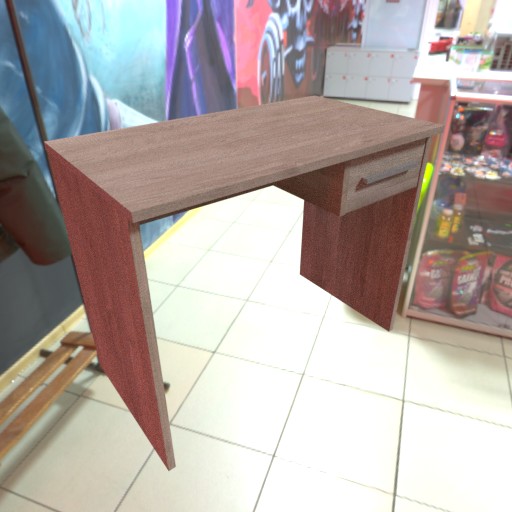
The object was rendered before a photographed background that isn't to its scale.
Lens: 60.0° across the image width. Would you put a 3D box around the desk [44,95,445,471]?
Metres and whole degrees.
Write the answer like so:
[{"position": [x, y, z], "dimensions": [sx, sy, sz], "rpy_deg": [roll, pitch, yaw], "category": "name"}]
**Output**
[{"position": [0.000, 0.000, 1.306], "dimensions": [0.893, 0.724, 0.498], "rpy_deg": [-22, 37, -32], "category": "desk"}]
